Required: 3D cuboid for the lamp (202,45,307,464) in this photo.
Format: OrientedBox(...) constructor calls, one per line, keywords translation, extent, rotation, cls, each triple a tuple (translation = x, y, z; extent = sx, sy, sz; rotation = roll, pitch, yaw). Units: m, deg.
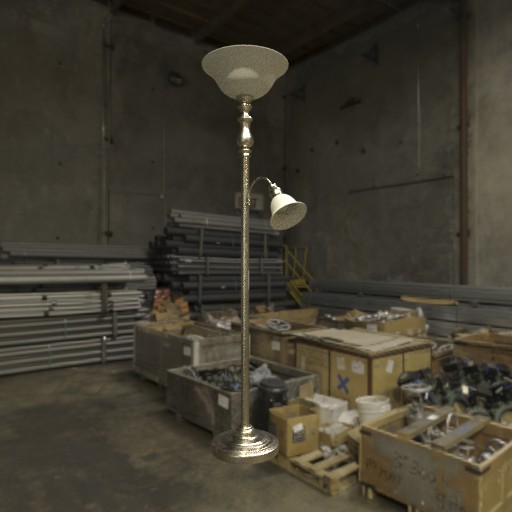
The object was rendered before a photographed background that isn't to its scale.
OrientedBox(translation=(0.000, 0.000, 1.998), extent=(0.405, 1.785, 0.575), rotation=(1, -1, -37), cls="lamp")
